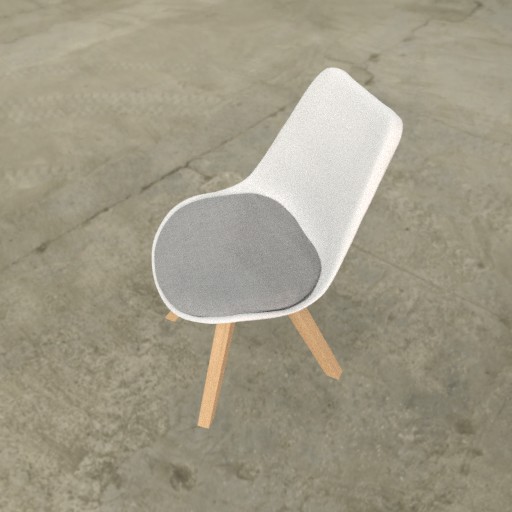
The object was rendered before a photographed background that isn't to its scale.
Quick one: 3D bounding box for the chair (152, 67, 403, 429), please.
[{"bbox_3d":[0.000,0.000,1.199,0.550,0.850,0.485,-16,48,-15],"label":"chair"}]
